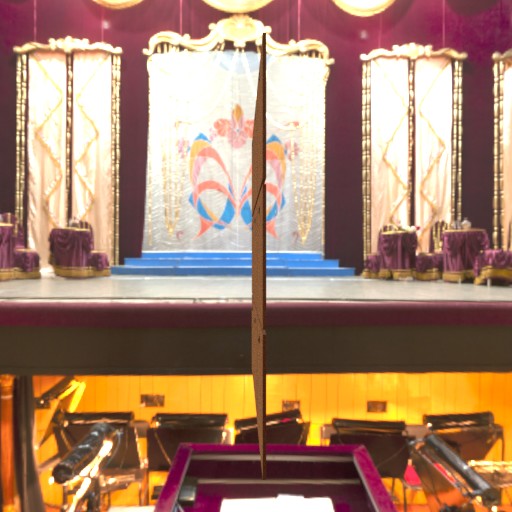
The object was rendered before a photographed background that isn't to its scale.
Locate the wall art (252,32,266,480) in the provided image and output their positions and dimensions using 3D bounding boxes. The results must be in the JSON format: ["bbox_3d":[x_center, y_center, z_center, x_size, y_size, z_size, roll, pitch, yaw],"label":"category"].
[{"bbox_3d":[0.000,0.000,2.283,0.019,1.532,1.533,0,0,-2],"label":"wall art"}]
